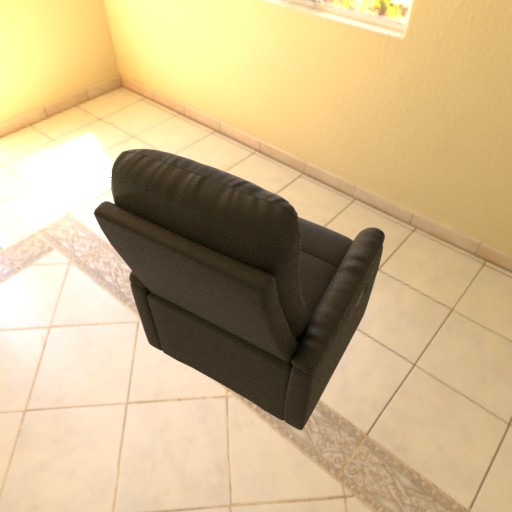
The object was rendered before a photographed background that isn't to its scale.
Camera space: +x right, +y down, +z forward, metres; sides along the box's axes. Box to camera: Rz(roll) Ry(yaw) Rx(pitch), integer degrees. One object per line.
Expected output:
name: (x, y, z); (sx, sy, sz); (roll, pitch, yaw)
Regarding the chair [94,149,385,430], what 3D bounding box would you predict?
chair: (0.000, 0.000, 1.635); (0.775, 1.082, 0.831); (23, 51, 21)
